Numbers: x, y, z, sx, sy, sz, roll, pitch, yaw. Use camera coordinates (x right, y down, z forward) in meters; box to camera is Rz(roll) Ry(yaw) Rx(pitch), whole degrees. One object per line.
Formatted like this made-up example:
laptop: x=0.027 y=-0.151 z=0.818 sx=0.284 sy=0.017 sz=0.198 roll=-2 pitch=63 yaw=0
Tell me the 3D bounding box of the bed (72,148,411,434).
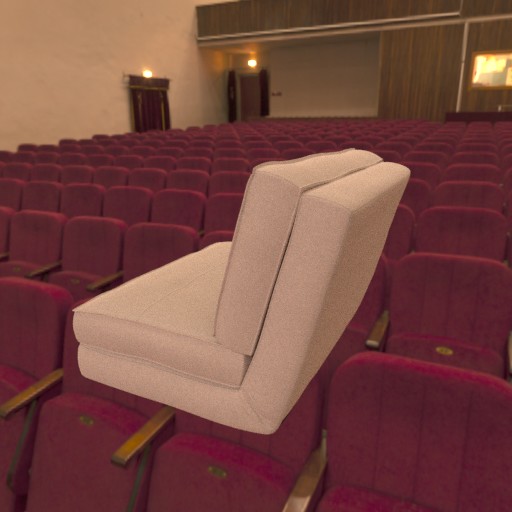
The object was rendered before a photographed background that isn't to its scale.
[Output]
bed: x=0.000 y=0.000 z=1.327 sx=0.749 sy=0.614 sz=0.799 roll=8 pitch=19 yaw=25
